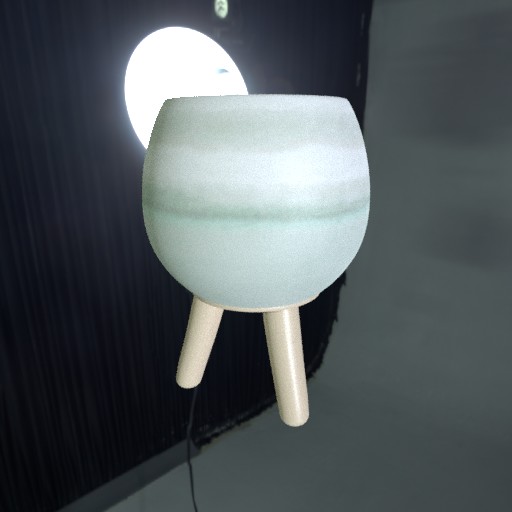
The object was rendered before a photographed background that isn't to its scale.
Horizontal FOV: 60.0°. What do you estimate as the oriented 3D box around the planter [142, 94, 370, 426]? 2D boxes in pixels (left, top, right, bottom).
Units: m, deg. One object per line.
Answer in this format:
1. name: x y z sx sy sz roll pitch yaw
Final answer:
1. planter: 0.000 0.000 0.336 0.161 0.224 0.161 0 17 0
